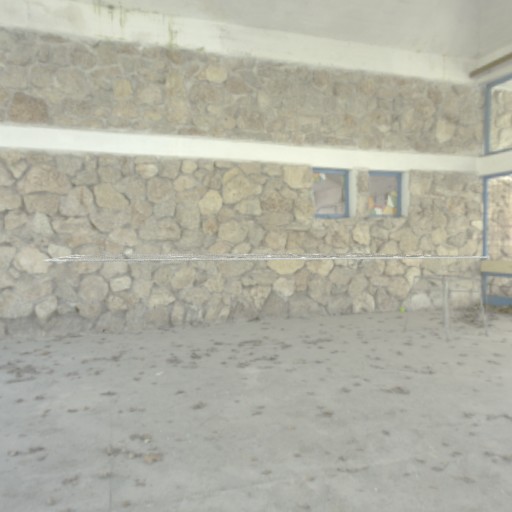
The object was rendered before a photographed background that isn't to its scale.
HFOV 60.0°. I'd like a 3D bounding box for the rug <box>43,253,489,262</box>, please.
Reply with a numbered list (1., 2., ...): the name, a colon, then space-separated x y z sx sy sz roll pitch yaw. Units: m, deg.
1. rug: 0.000 0.000 2.865 2.284 0.008 1.522 0 1 -17
